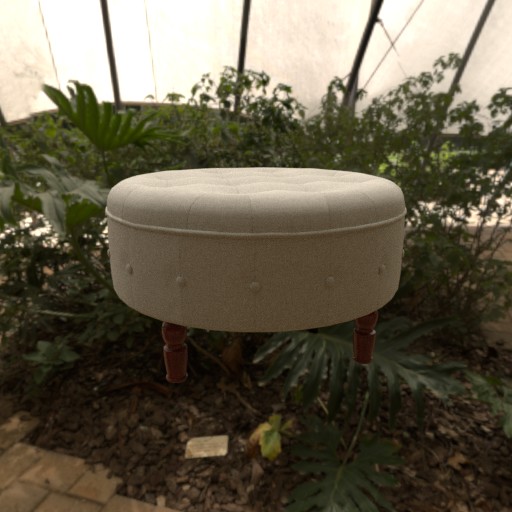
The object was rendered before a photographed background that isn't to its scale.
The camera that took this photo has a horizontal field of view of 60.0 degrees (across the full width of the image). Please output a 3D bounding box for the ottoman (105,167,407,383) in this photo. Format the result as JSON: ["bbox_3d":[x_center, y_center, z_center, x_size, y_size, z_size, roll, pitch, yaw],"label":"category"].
[{"bbox_3d":[0.000,0.000,1.358,0.850,0.483,0.850,0,16,0],"label":"ottoman"}]
